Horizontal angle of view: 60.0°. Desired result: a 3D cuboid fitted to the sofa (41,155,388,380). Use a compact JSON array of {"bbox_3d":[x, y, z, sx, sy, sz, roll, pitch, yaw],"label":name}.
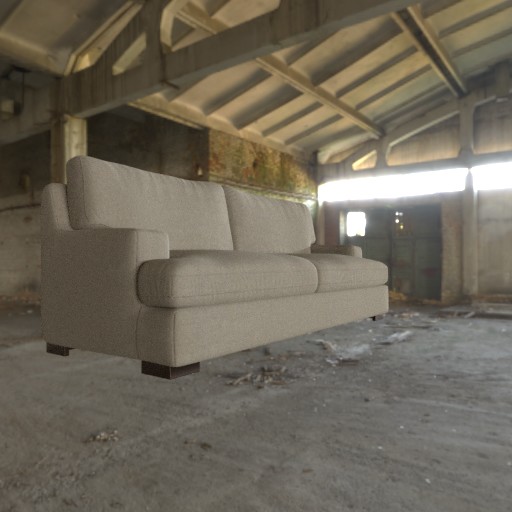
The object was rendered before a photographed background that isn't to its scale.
[{"bbox_3d":[0.000,0.000,2.843,0.962,0.980,2.354,-1,-1,36],"label":"sofa"}]
